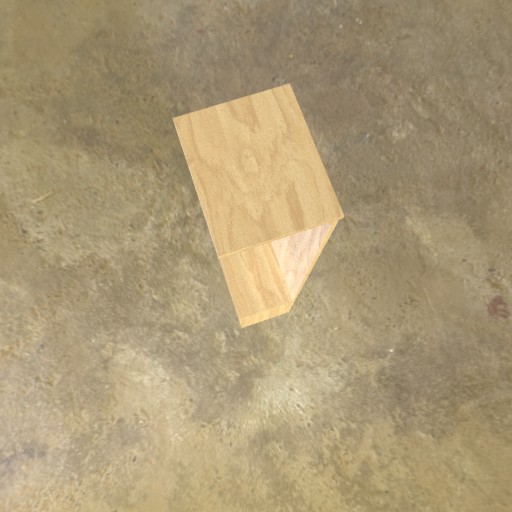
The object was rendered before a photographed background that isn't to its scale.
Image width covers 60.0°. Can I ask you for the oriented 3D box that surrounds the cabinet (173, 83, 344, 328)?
[{"bbox_3d":[0.000,0.000,2.072,0.338,1.879,0.411,-18,76,-5],"label":"cabinet"}]
